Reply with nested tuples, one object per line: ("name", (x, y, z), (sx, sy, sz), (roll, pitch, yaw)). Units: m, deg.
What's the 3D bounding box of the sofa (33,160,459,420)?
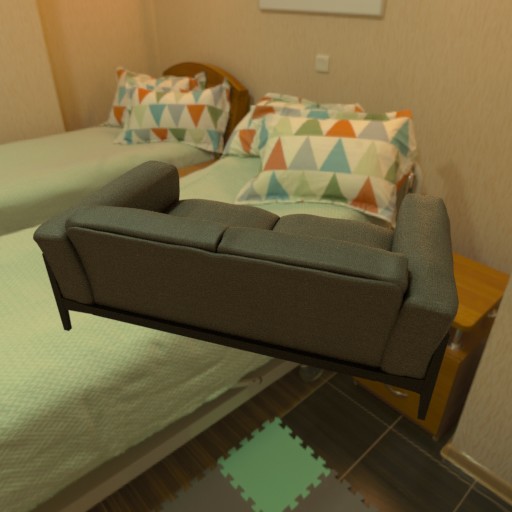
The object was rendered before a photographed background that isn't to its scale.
("sofa", (0.000, 0.000, 2.121), (1.690, 0.656, 0.960), (10, 33, 16))
